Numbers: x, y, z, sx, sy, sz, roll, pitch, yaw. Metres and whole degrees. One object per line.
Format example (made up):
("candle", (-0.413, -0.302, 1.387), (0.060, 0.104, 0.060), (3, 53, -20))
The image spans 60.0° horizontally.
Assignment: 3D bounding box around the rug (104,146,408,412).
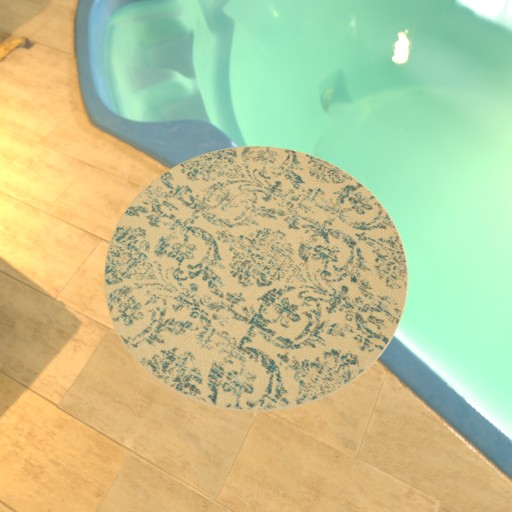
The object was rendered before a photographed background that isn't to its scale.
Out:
("rug", (0.000, 0.000, 2.352), (1.593, 0.012, 1.593), (0, 59, 0))
